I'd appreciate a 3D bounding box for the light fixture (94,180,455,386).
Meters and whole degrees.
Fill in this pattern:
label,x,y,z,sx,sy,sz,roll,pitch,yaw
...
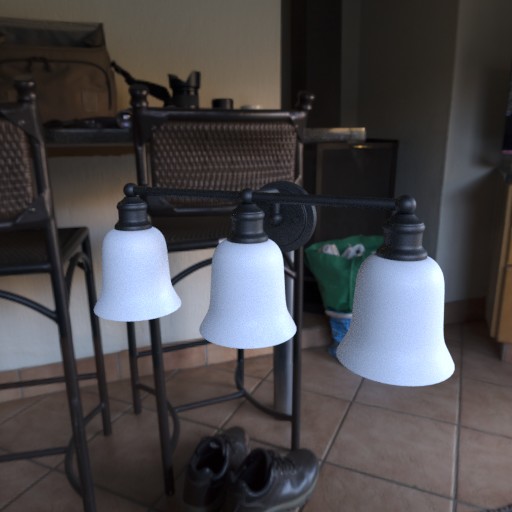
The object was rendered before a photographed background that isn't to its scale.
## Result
label,x,y,z,sx,sy,sz,roll,pitch,yaw
light fixture,0.000,0.000,0.664,0.570,0.211,0.198,7,15,26
